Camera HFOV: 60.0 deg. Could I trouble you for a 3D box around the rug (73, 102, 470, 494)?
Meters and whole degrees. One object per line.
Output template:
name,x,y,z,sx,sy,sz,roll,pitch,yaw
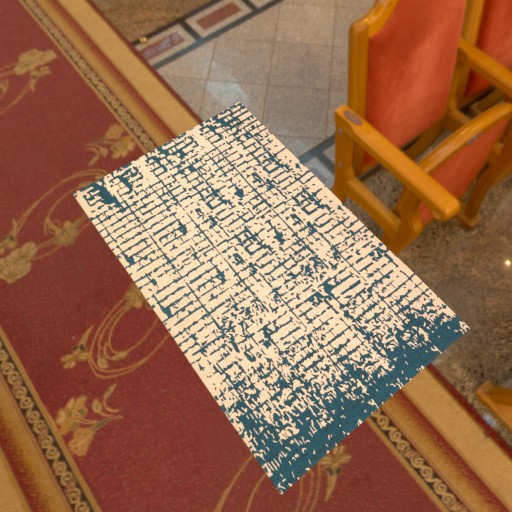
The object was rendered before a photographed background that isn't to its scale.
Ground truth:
rug,0.000,0.000,3.008,1.517,0.011,2.435,-34,68,-16
